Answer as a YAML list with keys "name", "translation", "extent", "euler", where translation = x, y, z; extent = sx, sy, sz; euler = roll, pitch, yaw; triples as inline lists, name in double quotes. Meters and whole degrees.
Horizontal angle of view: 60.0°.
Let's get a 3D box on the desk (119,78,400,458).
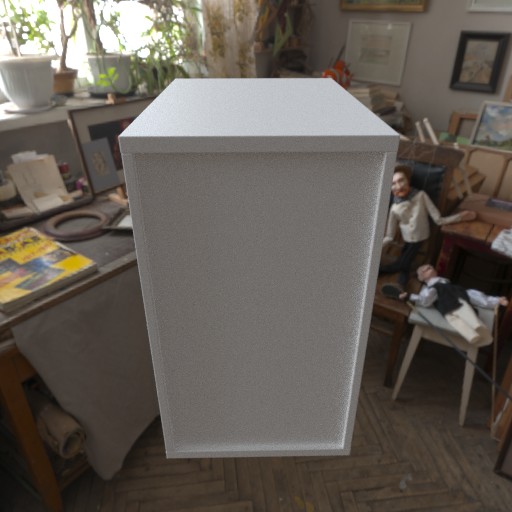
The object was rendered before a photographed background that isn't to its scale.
- name: "desk"
  translation: [0.000, 0.000, 1.074]
  extent: [0.404, 0.730, 0.600]
  euler: [-1, 29, -1]
